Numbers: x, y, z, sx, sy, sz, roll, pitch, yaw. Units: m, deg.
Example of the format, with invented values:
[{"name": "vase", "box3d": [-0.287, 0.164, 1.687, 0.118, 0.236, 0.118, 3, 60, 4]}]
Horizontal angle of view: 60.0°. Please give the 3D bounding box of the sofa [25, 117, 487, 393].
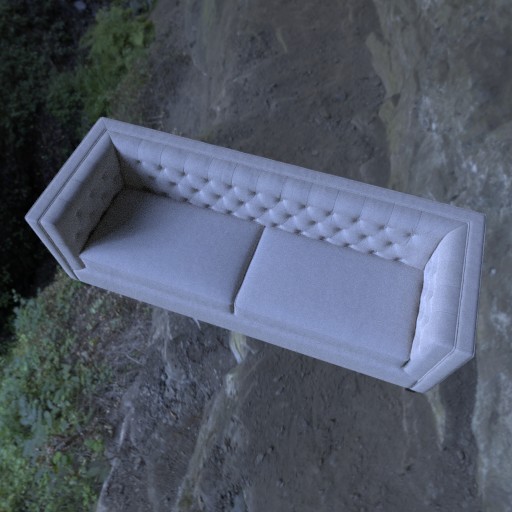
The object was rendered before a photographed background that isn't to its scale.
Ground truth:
[{"name": "sofa", "box3d": [0.000, 0.000, 2.505, 2.159, 0.762, 0.775, 16, 60, 10]}]
